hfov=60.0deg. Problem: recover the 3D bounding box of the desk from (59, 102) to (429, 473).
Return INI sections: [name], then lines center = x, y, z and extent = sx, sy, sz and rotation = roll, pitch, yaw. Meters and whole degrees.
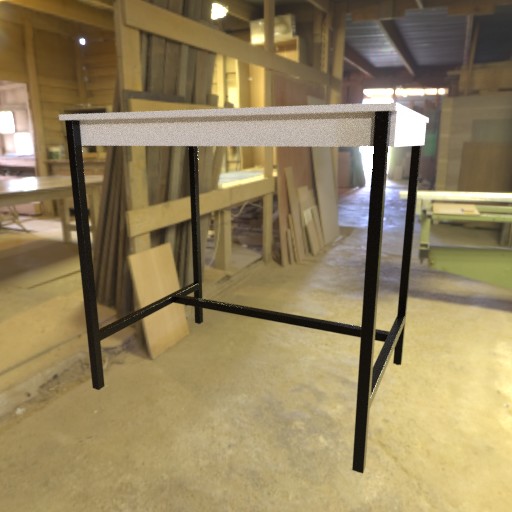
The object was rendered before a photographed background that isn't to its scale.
[desk]
center = 0.000, 0.000, 1.274
extent = 0.811, 0.766, 0.573
rotation = 7, 16, 25
